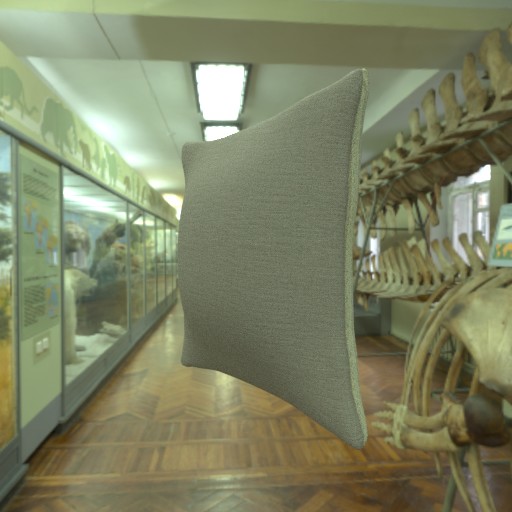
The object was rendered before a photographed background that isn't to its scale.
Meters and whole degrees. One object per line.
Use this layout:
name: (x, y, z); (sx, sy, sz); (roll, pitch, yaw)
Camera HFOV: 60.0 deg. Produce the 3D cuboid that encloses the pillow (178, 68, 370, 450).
pillow: (0.000, 0.000, 0.659); (0.189, 0.416, 0.435); (-1, 1, -35)
